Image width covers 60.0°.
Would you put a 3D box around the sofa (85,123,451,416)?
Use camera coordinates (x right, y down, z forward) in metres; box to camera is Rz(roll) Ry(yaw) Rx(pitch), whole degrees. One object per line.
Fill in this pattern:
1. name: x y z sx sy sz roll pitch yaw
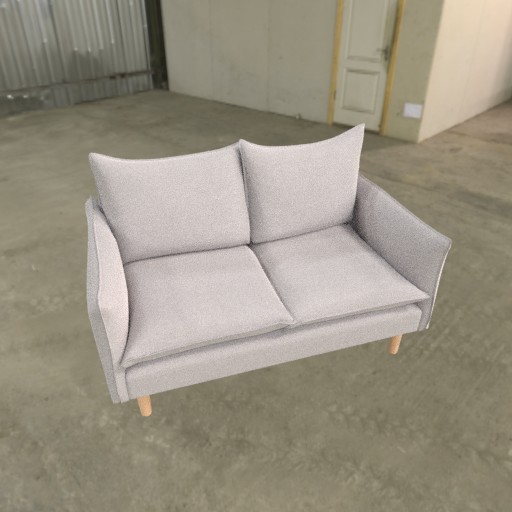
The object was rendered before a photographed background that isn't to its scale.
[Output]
1. sofa: 0.000 0.000 1.839 1.300 0.840 0.820 -10 33 -15
